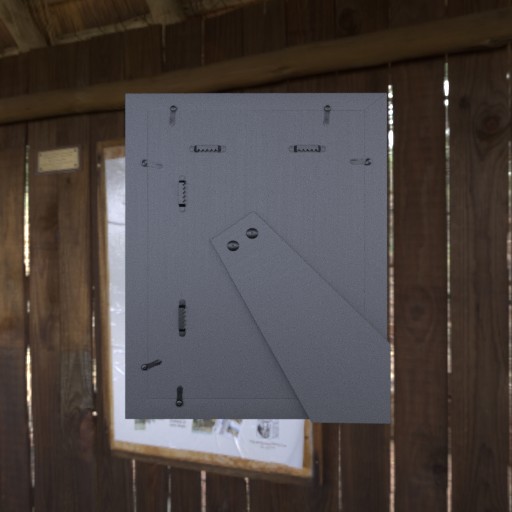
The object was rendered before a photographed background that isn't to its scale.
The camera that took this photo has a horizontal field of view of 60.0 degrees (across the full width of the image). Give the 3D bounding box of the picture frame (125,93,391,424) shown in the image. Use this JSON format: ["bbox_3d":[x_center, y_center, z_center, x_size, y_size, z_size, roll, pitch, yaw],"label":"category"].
[{"bbox_3d":[0.000,0.000,0.524,0.307,0.383,0.036,0,0,0],"label":"picture frame"}]
